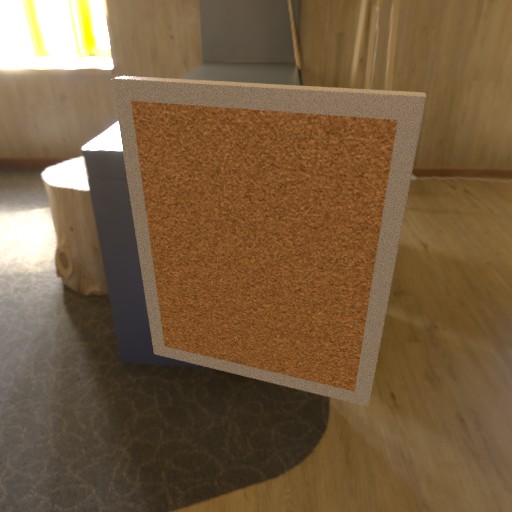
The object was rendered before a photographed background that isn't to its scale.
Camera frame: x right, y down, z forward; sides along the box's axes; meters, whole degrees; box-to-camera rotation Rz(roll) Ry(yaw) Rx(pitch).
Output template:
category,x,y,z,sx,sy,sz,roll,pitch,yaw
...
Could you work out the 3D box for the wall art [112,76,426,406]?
category,x,y,z,sx,sy,sz,roll,pitch,yaw
wall art,0.000,0.000,0.763,0.454,0.556,0.028,9,32,16
